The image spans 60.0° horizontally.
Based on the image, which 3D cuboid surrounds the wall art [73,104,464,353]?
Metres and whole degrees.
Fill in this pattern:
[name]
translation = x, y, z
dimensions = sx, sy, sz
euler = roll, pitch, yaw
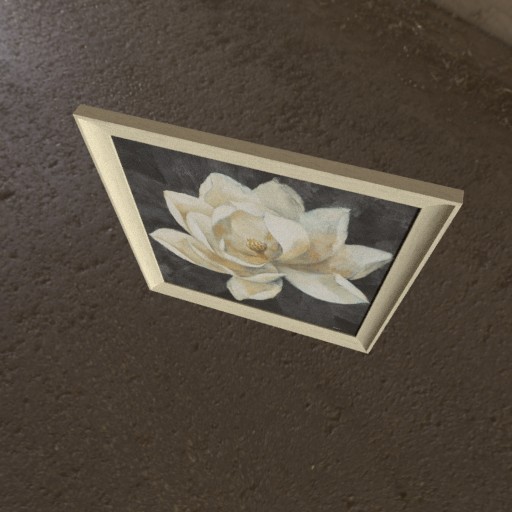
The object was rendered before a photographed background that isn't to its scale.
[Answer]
[wall art]
translation = 0.000, 0.000, 1.549
dimensions = 1.016, 1.016, 0.045
euler = 15, 59, 9
